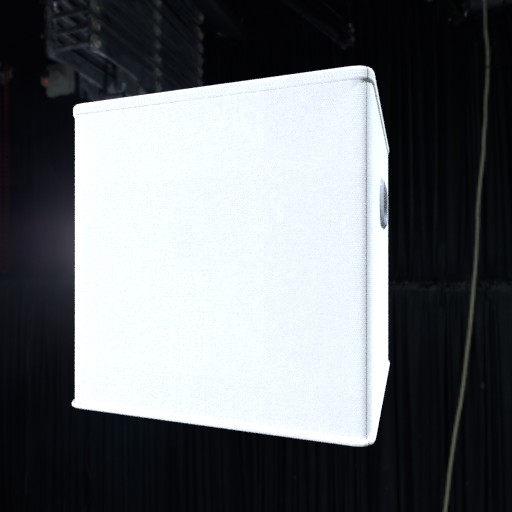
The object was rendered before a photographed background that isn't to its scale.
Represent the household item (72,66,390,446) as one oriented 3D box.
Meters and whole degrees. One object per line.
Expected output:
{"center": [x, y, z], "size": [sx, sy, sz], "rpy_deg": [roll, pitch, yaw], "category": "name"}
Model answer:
{"center": [0.000, 0.000, 0.542], "size": [0.305, 0.305, 0.305], "rpy_deg": [0, 0, 19], "category": "household item"}
